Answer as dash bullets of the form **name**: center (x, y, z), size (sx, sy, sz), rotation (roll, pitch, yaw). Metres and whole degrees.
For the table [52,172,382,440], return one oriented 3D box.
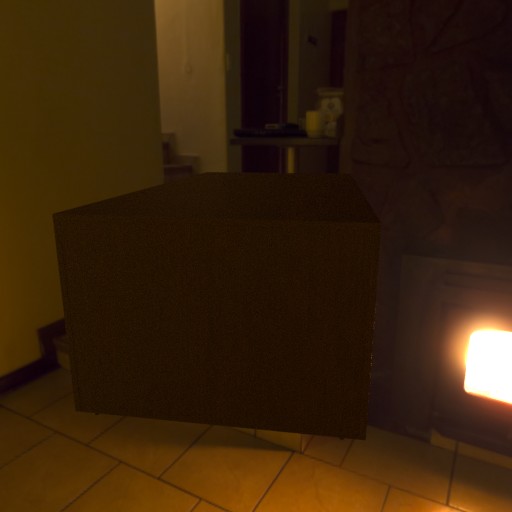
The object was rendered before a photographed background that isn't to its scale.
- **table**: center (0.000, 0.000, 1.361), size (0.597, 0.424, 1.099), rotation (2, 15, 9)
